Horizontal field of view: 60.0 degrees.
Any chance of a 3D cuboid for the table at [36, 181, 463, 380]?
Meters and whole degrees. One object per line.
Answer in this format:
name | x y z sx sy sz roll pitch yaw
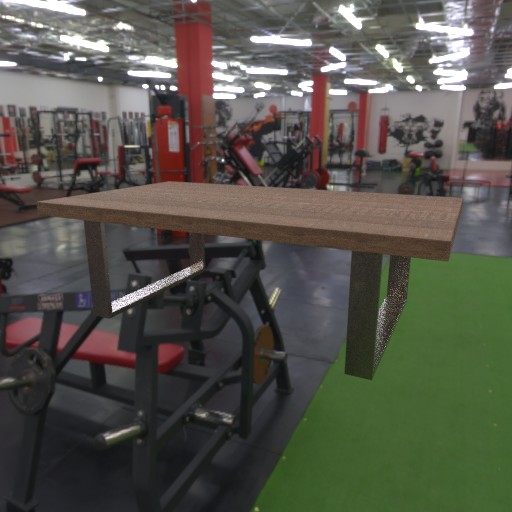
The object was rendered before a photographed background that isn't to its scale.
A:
table | 0.000 0.000 1.730 1.400 0.440 0.800 7 17 25
